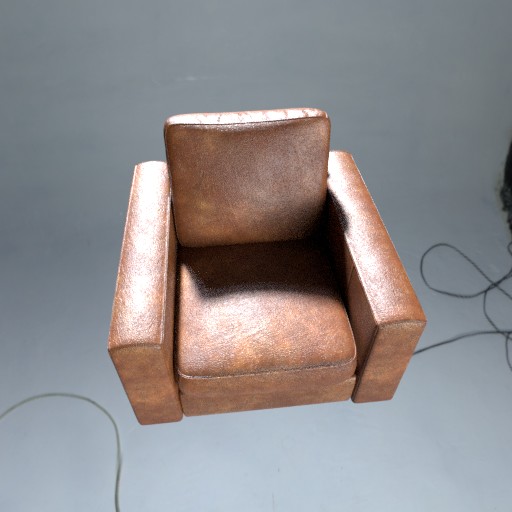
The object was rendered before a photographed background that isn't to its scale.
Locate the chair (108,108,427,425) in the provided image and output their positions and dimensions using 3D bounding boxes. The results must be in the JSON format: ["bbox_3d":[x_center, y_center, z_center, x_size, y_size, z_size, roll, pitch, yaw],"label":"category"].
[{"bbox_3d":[0.000,0.000,1.766,1.005,0.873,1.016,-4,46,-4],"label":"chair"}]
